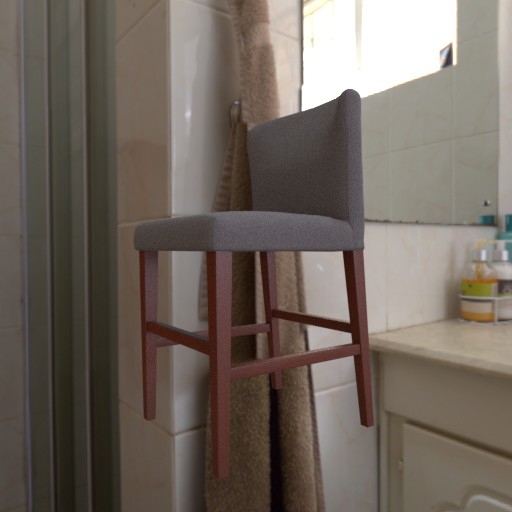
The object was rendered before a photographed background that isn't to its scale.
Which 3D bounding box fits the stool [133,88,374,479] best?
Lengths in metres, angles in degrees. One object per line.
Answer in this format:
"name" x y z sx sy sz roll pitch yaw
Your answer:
"stool" 0.000 0.000 1.286 0.568 0.968 0.481 -1 1 -36
